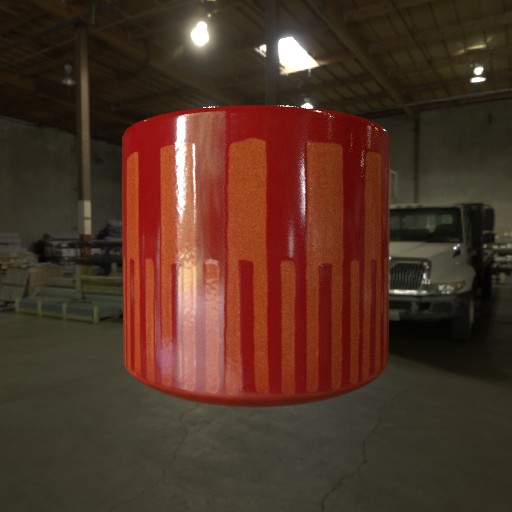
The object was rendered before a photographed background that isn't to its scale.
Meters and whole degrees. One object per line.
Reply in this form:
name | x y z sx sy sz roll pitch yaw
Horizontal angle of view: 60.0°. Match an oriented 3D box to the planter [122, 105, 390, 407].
planter | 0.000 0.000 0.399 0.230 0.202 0.230 0 2 0
